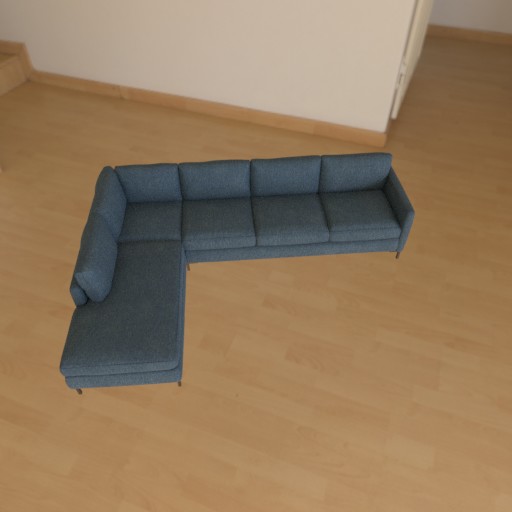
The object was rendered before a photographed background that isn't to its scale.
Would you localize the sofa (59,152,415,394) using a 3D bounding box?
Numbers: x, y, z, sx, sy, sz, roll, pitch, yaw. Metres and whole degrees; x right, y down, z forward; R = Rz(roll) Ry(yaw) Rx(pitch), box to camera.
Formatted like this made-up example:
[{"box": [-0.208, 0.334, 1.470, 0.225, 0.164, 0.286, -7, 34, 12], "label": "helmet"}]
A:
[{"box": [0.000, 0.000, 3.843, 2.949, 0.815, 2.007, -4, 46, -3], "label": "sofa"}]
